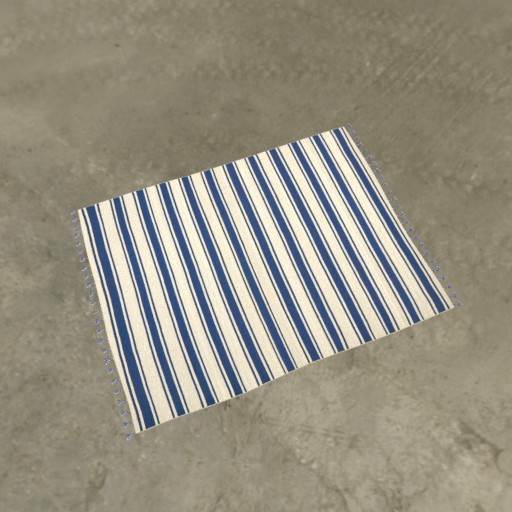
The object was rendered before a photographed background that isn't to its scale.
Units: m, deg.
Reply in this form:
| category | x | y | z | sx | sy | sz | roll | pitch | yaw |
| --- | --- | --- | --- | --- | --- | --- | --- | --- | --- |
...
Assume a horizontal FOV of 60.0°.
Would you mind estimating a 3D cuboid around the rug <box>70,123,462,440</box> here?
| category | x | y | z | sx | sy | sz | roll | pitch | yaw |
| --- | --- | --- | --- | --- | --- | --- | --- | --- | --- |
| rug | 0.000 | 0.000 | 4.568 | 3.416 | 0.016 | 2.471 | -19 | 66 | -9 |
